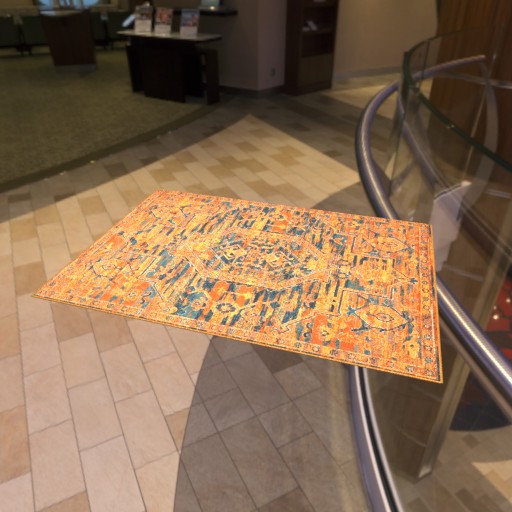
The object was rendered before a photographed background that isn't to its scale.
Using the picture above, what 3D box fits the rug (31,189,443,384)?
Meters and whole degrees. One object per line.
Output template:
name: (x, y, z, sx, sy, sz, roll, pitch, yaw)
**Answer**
rug: (0.000, 0.000, 3.786, 2.916, 0.019, 2.043, 9, 34, 14)
